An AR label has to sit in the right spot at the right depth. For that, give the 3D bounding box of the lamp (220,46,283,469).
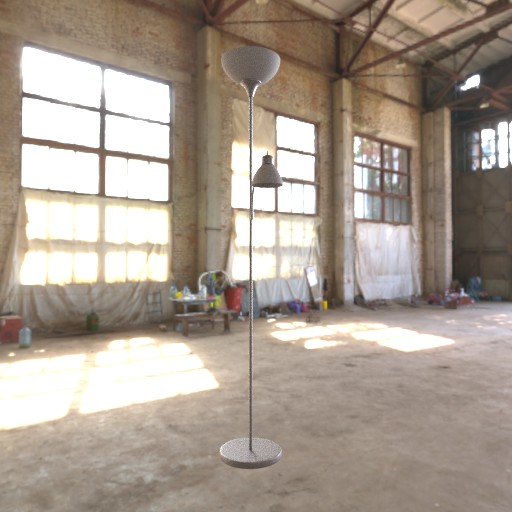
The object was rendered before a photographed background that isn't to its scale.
[{"bbox_3d":[0.000,0.000,1.950,0.279,1.804,0.425,0,-1,-18],"label":"lamp"}]
